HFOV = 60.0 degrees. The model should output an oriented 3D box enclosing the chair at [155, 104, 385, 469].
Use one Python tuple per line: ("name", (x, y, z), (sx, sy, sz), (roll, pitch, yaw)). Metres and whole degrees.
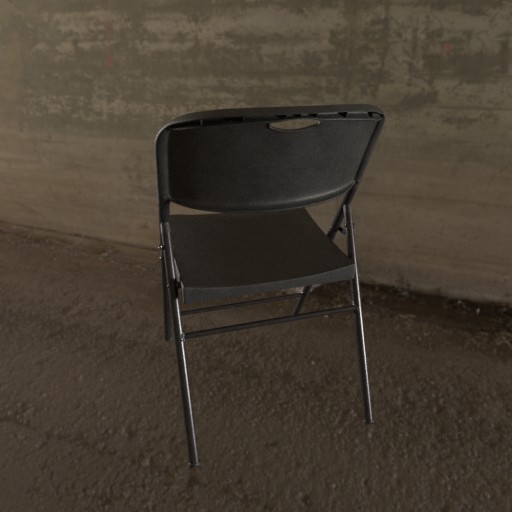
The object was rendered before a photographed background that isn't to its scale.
("chair", (0.000, 0.000, 1.169), (0.494, 0.810, 0.566), (-7, 26, -15))
